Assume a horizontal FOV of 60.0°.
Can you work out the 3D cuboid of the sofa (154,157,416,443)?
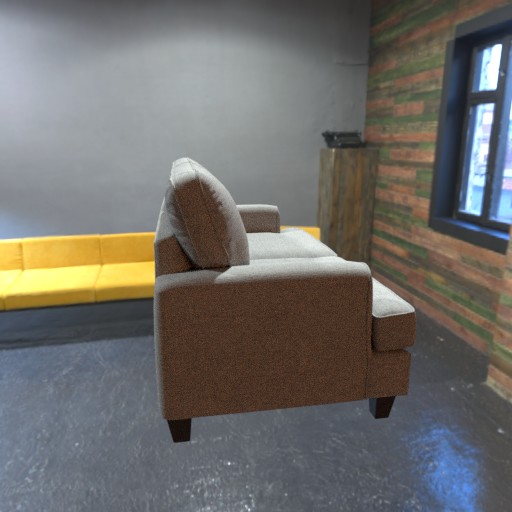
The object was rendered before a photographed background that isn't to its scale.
[{"bbox_3d":[0.000,0.000,2.284,0.965,0.965,1.651,-2,15,-9],"label":"sofa"}]
